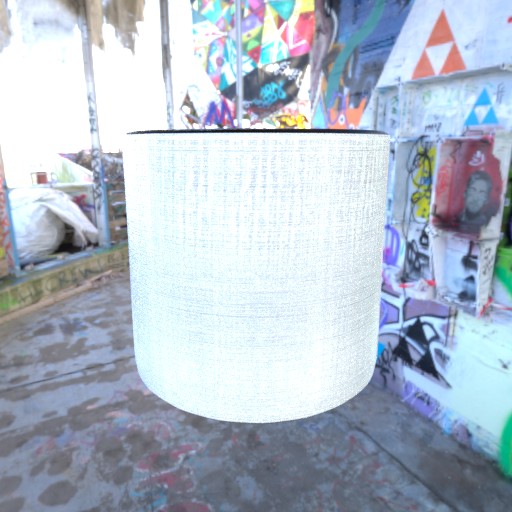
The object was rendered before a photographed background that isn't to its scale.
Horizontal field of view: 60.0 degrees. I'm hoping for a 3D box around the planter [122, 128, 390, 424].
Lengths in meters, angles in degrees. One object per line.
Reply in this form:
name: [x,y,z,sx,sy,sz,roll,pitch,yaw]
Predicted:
planter: [0.000,0.000,0.289,0.160,0.156,0.160,0,14,0]
